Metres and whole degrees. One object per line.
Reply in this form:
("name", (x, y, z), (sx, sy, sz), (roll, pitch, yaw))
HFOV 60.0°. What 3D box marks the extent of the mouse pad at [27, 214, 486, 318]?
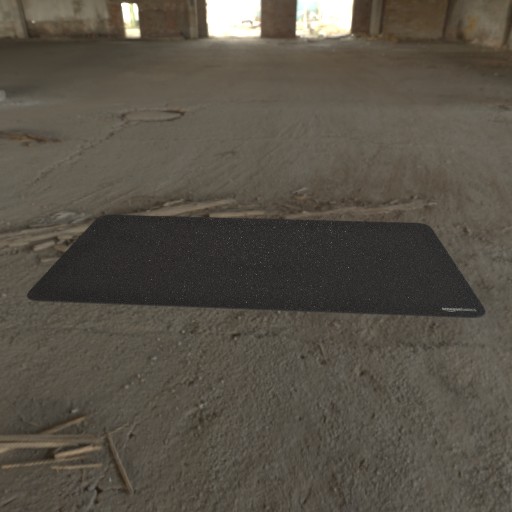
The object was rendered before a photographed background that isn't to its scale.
("mouse pad", (0.000, 0.000, 1.038), (0.907, 0.003, 0.424), (2, 29, 3))
